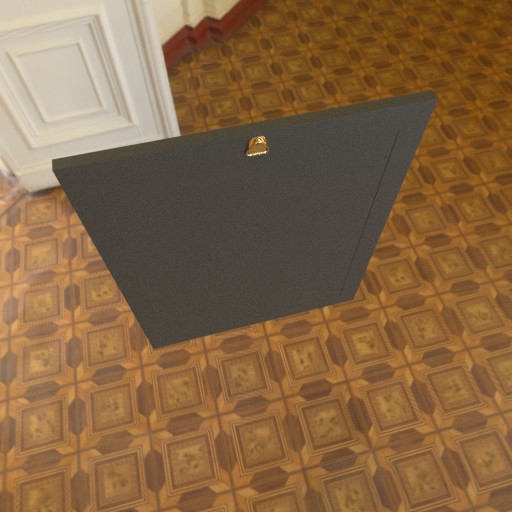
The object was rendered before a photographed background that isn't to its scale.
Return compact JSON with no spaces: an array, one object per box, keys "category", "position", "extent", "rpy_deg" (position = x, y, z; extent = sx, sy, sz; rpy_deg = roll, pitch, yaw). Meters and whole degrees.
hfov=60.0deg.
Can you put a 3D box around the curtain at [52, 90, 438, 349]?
[{"category":"curtain","position":[0.000,0.000,0.789],"extent":[0.483,0.585,0.027],"rpy_deg":[-13,59,-8]}]
